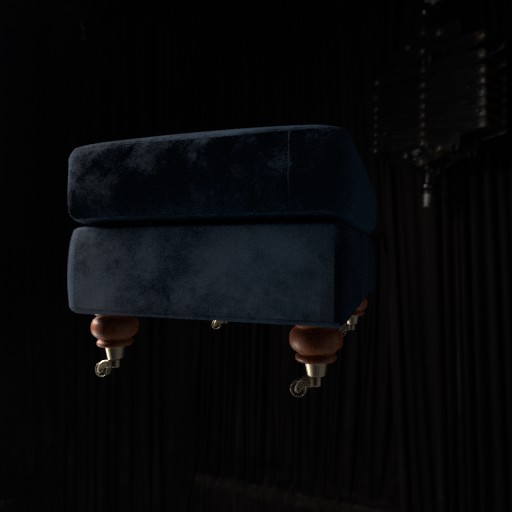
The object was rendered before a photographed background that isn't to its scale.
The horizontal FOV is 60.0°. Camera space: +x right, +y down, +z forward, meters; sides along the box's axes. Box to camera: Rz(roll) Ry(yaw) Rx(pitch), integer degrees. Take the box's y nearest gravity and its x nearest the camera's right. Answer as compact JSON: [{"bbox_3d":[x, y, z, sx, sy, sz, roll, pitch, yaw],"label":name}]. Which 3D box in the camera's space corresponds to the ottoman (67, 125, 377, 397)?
[{"bbox_3d":[0.000,0.000,1.141,0.572,0.503,0.773,0,1,18],"label":"ottoman"}]
